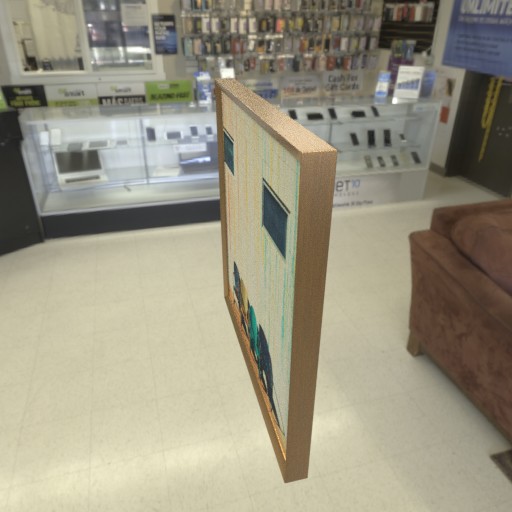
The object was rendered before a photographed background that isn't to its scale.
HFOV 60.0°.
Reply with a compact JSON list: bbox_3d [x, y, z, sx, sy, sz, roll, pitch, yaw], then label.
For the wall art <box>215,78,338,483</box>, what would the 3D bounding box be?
[{"bbox_3d":[0.000,0.000,0.760,0.037,0.505,0.505,-7,30,-12],"label":"wall art"}]
